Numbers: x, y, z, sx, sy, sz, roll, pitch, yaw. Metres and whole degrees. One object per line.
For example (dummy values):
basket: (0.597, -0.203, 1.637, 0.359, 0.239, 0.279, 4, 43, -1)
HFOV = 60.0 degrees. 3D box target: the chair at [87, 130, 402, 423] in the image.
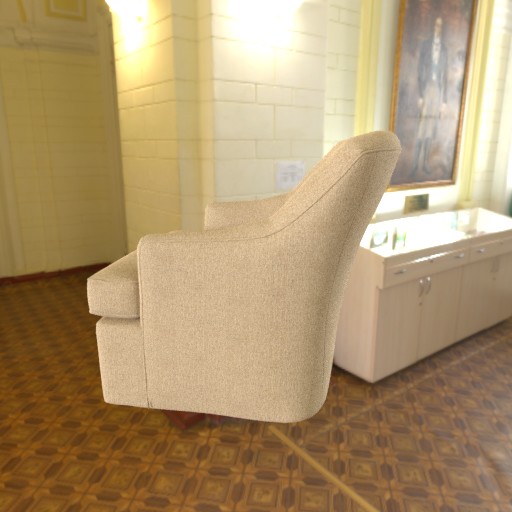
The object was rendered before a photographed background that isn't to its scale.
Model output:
chair: (0.000, 0.000, 1.590, 0.923, 0.856, 0.864, 2, 14, 8)
